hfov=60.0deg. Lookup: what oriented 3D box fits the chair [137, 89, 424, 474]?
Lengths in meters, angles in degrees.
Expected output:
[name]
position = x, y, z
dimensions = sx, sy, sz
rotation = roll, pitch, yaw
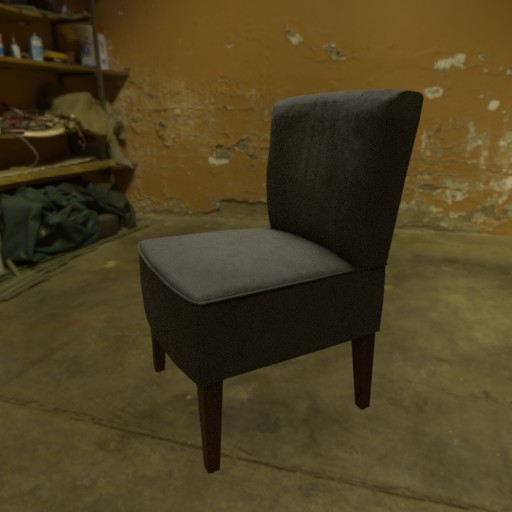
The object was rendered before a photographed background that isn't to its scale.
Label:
[chair]
position = 0.000, 0.000, 1.142
dimensions = 0.554, 0.806, 0.521
rotation = -8, 19, -25
